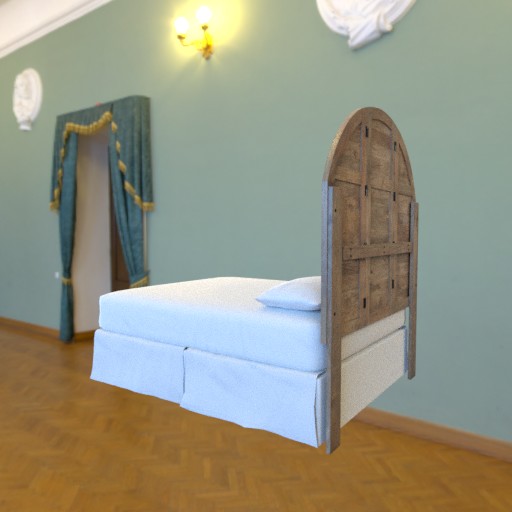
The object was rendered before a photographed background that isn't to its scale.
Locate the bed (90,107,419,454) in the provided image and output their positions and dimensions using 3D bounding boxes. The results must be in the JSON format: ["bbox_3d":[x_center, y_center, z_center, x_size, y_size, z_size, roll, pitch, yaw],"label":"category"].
[{"bbox_3d":[0.000,0.000,3.585,2.112,2.002,1.713,2,4,35],"label":"bed"}]
